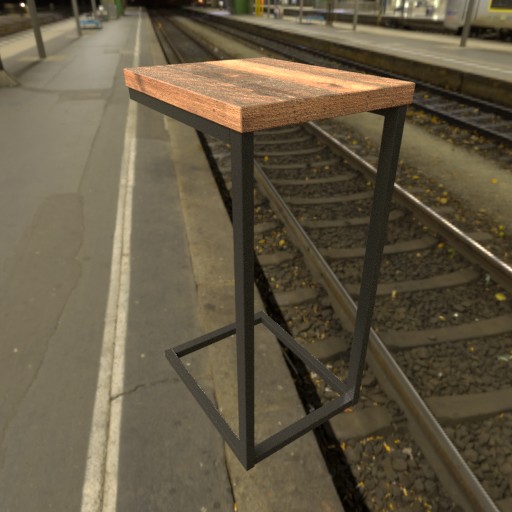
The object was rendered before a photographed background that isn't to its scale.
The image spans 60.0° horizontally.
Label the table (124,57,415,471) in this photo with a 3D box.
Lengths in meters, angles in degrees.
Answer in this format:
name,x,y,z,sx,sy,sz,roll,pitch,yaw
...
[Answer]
name,x,y,z,sx,sy,sz,roll,pitch,yaw
table,0.000,0.000,0.940,0.323,0.718,0.414,-19,35,-29
